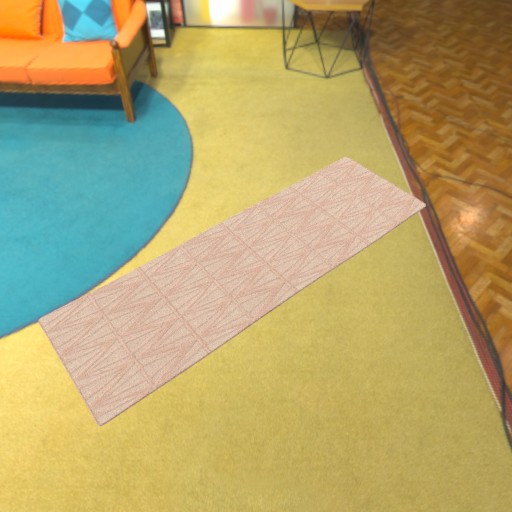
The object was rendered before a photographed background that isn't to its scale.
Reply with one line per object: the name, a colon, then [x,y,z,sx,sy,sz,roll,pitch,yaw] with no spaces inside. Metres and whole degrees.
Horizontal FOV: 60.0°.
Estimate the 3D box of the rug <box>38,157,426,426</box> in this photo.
rug: [0.000,0.000,2.718,2.435,0.015,0.760,-31,54,-26]
